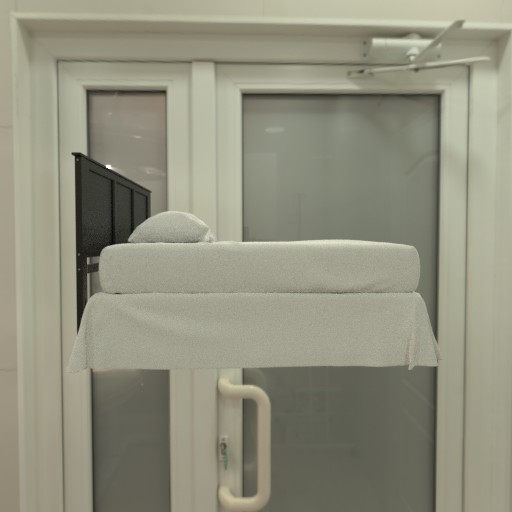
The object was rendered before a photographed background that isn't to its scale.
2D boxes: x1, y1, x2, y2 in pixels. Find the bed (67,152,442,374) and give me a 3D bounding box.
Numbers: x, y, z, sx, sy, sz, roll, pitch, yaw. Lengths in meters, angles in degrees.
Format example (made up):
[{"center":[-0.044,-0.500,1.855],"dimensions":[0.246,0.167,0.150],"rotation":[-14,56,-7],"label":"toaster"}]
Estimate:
[{"center":[0.000,0.000,3.645],"dimensions":[2.219,1.271,2.315],"rotation":[0,2,-2],"label":"bed"}]
